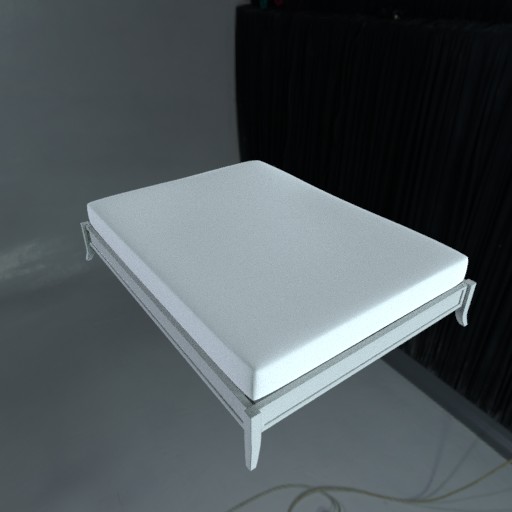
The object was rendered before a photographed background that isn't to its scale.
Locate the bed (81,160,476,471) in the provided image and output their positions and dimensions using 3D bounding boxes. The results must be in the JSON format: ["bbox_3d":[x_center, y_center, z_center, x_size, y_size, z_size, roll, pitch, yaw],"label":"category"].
[{"bbox_3d":[0.000,0.000,2.855,1.604,0.510,2.108,-21,37,-30],"label":"bed"}]
